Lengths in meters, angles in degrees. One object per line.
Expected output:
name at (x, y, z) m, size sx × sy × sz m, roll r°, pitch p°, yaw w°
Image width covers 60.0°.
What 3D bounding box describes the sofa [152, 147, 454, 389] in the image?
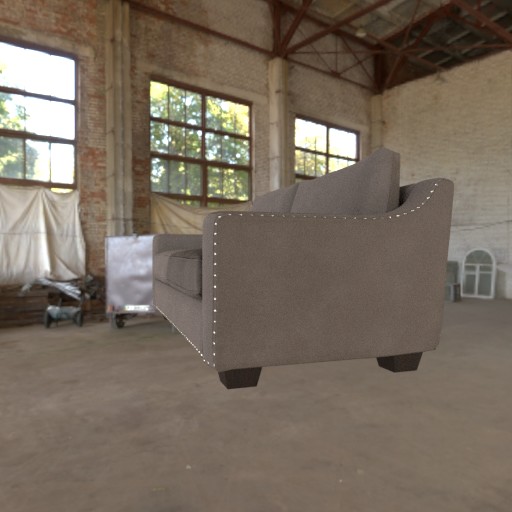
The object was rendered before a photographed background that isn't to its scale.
sofa at (0.000, 0.000, 3.303) m, size 1.336 × 1.196 × 2.550 m, roll 0°, pitch 0°, yaw -19°
